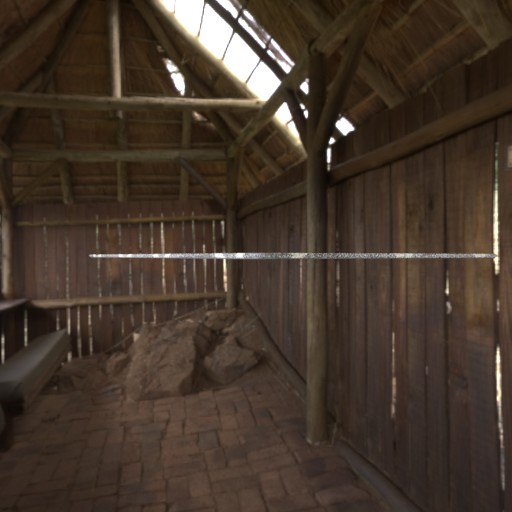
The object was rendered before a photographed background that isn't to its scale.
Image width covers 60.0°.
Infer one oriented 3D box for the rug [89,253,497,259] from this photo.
[{"bbox_3d":[0.000,0.000,3.356,1.801,0.026,2.701,0,0,-34],"label":"rug"}]
